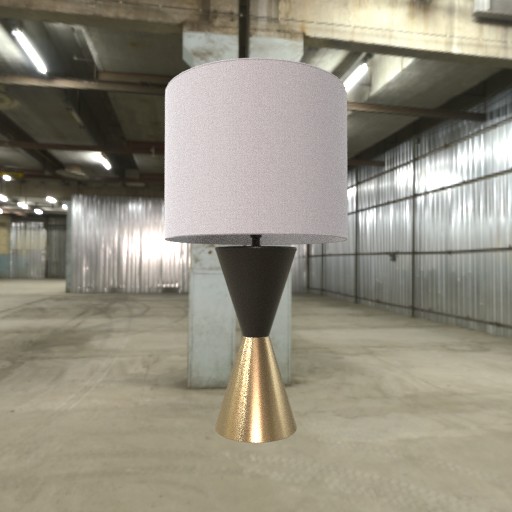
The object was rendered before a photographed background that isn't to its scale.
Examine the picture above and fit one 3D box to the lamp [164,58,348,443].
[{"bbox_3d":[0.000,0.000,0.750,0.304,0.573,0.304,0,-1,19],"label":"lamp"}]
